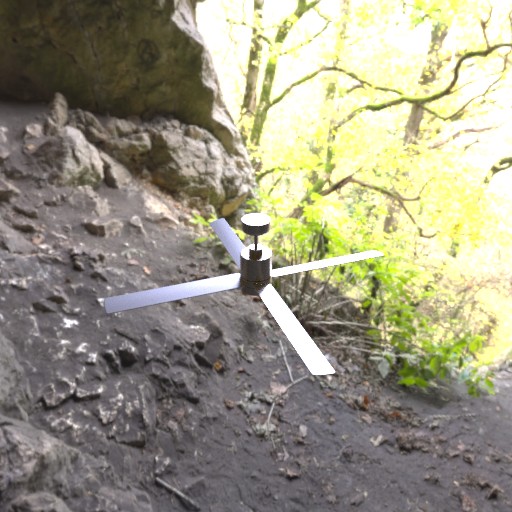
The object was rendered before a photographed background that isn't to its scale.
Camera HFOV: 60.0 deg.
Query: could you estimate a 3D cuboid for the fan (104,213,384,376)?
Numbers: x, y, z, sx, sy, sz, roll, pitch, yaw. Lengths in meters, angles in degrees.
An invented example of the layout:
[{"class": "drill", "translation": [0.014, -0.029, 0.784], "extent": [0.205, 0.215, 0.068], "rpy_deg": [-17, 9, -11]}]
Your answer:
[{"class": "fan", "translation": [0.000, 0.000, 1.961], "extent": [1.322, 0.355, 1.322], "rpy_deg": [-10, 31, -18]}]
